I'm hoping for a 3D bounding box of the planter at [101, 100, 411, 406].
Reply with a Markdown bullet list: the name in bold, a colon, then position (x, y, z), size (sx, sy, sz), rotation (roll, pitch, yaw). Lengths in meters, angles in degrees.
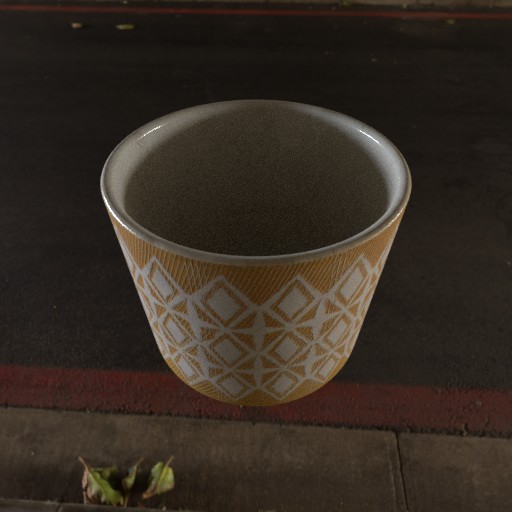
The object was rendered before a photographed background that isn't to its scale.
- **planter**: position (0.000, 0.000, 0.338), size (0.193, 0.165, 0.193), rotation (0, 42, 0)
